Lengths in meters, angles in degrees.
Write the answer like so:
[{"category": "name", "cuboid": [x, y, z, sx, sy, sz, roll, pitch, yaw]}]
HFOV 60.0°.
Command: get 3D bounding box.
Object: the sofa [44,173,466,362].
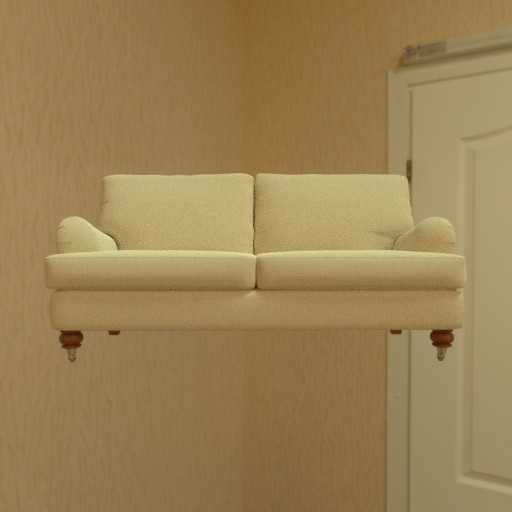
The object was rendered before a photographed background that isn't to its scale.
[{"category": "sofa", "cuboid": [0.000, 0.000, 2.708, 2.159, 1.087, 1.086, 0, 1, -1]}]
